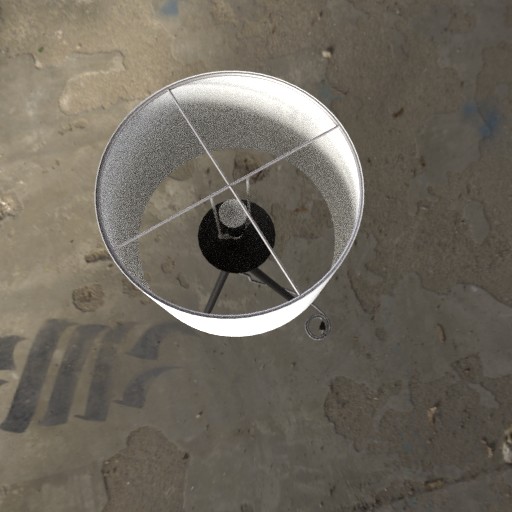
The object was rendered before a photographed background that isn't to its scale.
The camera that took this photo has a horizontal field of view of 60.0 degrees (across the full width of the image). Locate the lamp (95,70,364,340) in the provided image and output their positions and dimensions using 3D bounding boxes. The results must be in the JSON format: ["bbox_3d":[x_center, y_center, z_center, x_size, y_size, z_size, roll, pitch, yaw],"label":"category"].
[{"bbox_3d":[0.000,0.000,0.905,0.422,0.674,0.353,5,74,1],"label":"lamp"}]
